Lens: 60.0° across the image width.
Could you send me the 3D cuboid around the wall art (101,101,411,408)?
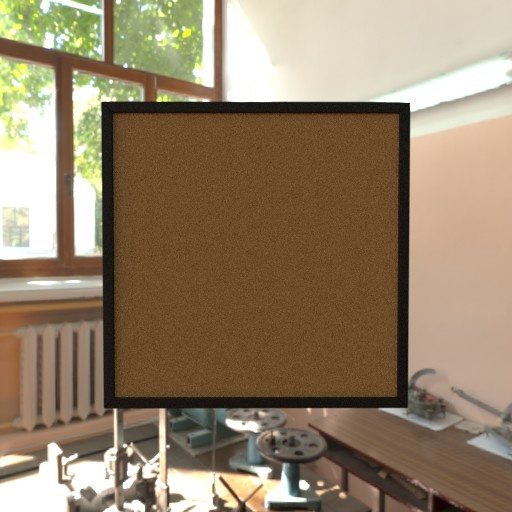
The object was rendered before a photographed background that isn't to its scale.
[{"bbox_3d":[0.000,0.000,0.751,0.508,0.508,0.037,0,1,0],"label":"wall art"}]
